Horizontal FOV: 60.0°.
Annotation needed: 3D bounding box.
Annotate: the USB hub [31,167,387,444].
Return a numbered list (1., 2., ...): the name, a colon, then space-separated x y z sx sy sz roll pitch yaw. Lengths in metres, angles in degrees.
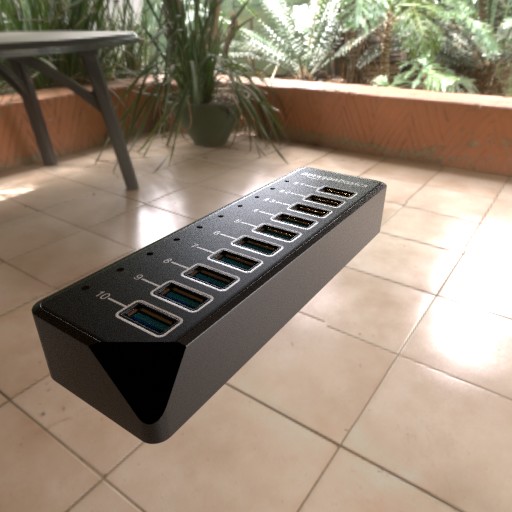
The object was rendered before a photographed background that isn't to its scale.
1. USB hub: 0.000 0.000 0.159 0.044 0.023 0.145 18 34 30
